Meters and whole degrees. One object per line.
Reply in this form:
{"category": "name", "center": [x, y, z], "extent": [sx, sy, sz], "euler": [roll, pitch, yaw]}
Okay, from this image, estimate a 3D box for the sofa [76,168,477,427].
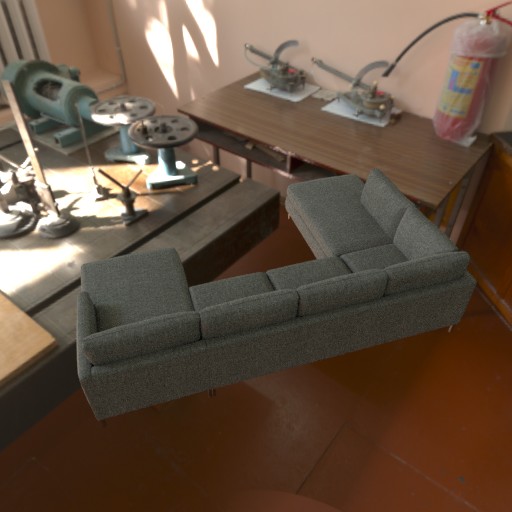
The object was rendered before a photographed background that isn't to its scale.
{"category": "sofa", "center": [0.000, 0.000, 3.590], "extent": [2.737, 0.756, 1.879], "euler": [-11, 42, -13]}
